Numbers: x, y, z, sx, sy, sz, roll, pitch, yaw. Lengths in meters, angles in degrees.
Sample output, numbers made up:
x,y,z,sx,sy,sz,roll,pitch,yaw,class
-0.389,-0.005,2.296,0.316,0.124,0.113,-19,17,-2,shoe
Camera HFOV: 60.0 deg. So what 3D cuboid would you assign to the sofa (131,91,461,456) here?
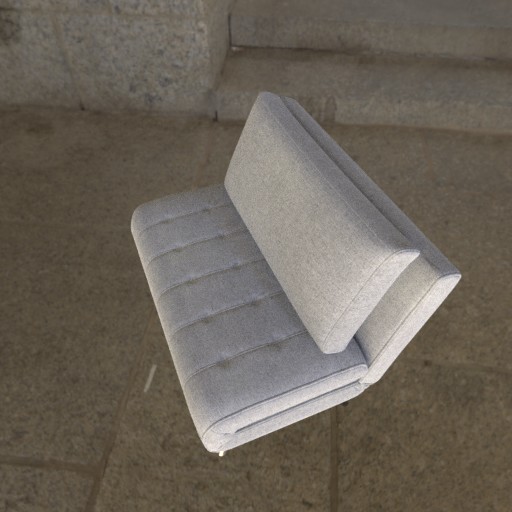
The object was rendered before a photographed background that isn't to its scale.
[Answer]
x,y,z,sx,sy,sz,roll,pitch,yaw,class
0.000,0.000,1.889,0.910,0.910,1.220,-17,49,-15,sofa
